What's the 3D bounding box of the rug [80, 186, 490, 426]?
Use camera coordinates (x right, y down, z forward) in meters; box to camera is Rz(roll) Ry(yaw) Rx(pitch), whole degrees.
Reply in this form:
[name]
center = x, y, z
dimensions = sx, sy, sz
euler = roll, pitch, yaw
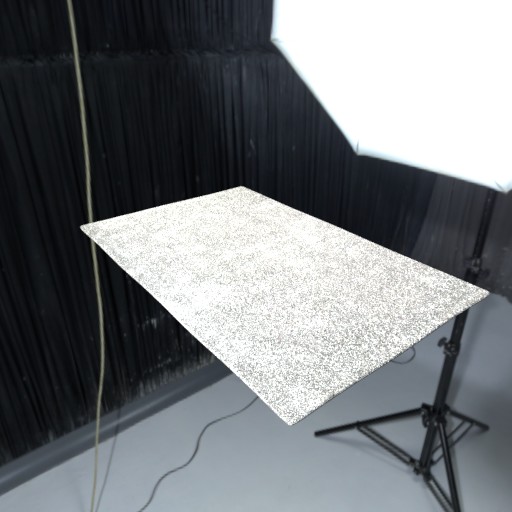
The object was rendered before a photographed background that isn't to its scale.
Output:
[rug]
center = 0.000, 0.000, 2.895
dimensions = 1.502, 0.025, 2.350
euler = -20, 33, -33
